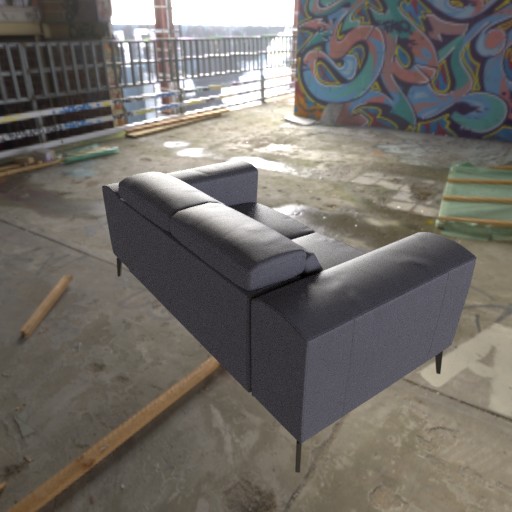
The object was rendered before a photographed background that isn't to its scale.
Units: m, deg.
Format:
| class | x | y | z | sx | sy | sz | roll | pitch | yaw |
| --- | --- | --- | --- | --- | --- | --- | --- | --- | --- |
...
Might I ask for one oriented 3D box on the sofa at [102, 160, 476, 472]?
| class | x | y | z | sx | sy | sz | roll | pitch | yaw |
| --- | --- | --- | --- | --- | --- | --- | --- | --- | --- |
| sofa | 0.000 | 0.000 | 2.403 | 1.003 | 0.779 | 1.895 | -19 | 33 | -32 |
